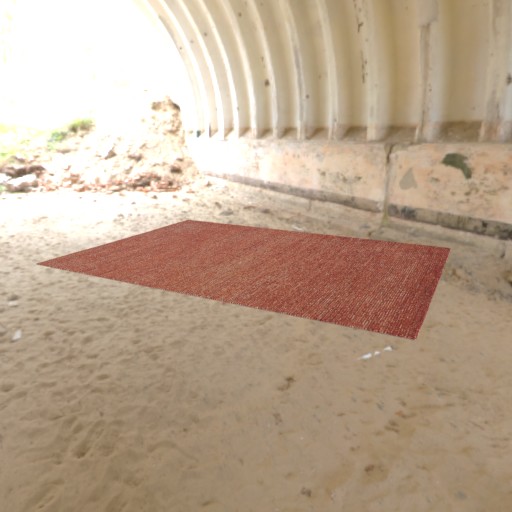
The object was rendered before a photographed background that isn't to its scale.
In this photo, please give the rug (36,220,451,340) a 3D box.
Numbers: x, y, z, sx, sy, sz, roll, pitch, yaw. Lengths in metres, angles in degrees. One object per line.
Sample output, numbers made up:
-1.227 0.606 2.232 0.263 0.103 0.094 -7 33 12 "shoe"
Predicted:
0.000 0.000 5.152 3.965 0.025 2.803 8 18 26 "rug"
